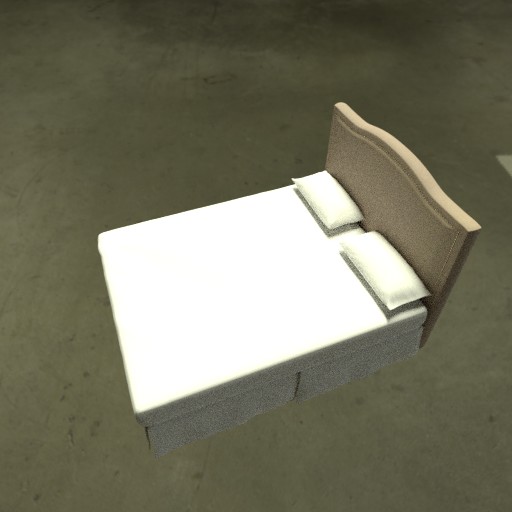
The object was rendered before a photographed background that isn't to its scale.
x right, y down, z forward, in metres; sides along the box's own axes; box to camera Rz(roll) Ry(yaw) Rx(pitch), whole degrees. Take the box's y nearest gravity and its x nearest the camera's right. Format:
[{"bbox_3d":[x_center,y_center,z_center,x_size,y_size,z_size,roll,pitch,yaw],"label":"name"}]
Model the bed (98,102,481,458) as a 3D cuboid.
[{"bbox_3d":[0.000,0.000,3.383,2.282,1.436,1.821,-16,48,-15],"label":"bed"}]
